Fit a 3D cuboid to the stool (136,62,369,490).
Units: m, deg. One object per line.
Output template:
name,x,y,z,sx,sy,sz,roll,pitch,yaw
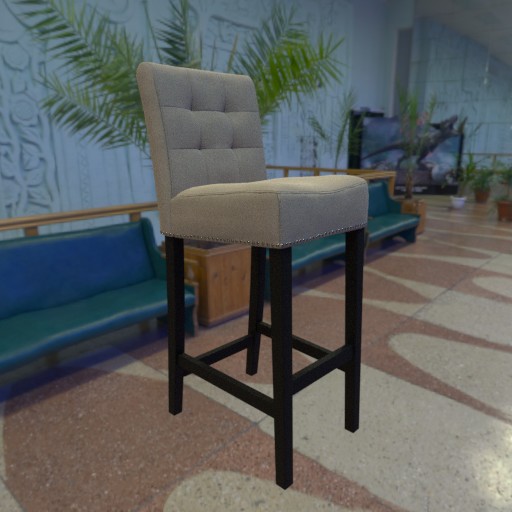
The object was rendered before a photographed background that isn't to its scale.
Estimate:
stool,0.000,0.000,1.278,0.548,1.047,0.411,14,20,43
